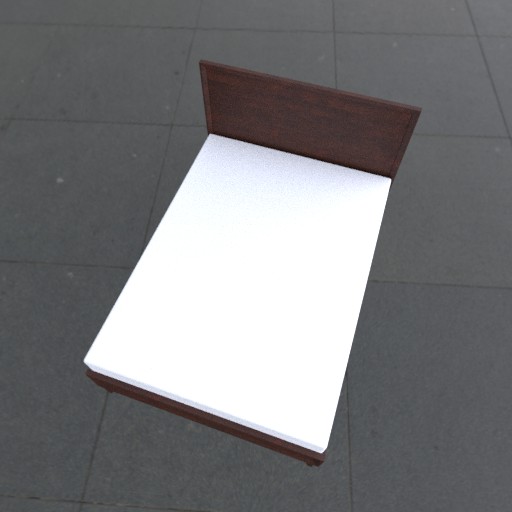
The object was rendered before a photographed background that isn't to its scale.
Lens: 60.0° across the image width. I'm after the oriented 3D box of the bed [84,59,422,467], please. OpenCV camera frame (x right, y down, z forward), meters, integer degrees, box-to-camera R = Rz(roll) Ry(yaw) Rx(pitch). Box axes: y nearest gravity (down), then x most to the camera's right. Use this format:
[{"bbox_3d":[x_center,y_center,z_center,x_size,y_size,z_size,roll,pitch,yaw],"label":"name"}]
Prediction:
[{"bbox_3d":[0.000,0.000,3.106,1.600,1.270,2.184,16,60,10],"label":"bed"}]
